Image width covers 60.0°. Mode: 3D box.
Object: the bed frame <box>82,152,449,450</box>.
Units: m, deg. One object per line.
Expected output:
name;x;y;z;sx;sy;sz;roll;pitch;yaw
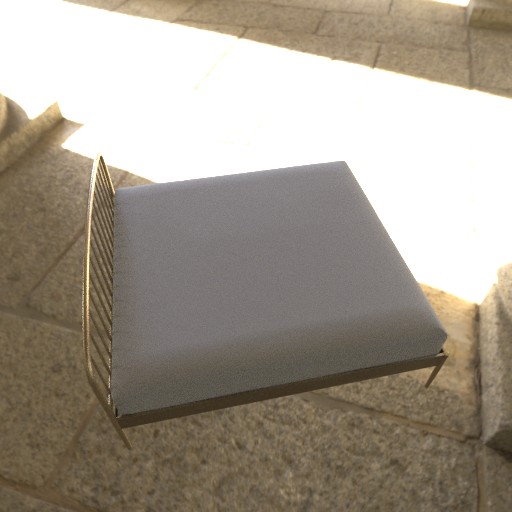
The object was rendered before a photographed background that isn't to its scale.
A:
bed frame;0.000;0.000;3.306;2.152;1.174;2.016;-9;48;-8
